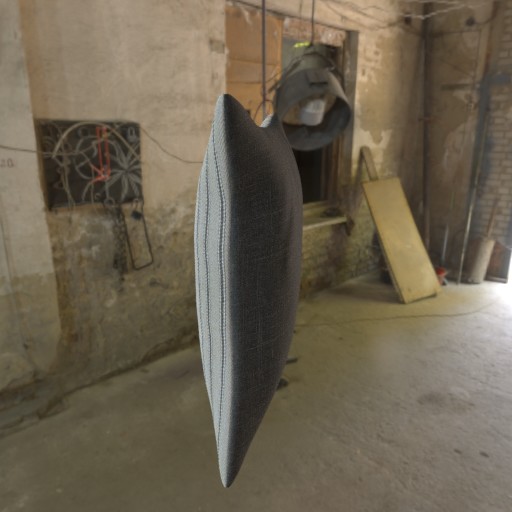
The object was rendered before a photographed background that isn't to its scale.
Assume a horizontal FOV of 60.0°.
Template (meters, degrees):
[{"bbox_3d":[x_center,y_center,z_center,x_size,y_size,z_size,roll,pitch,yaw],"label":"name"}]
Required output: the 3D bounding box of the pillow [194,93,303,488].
[{"bbox_3d":[0.000,0.000,0.687,0.138,0.444,0.468,2,16,8],"label":"pillow"}]
